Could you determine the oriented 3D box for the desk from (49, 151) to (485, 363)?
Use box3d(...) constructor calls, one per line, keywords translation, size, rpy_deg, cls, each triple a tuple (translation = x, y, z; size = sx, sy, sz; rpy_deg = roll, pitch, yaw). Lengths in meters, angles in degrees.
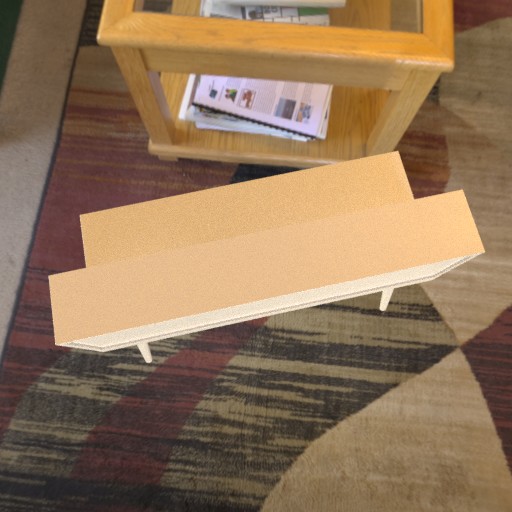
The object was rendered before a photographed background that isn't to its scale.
box3d(translation=(0.000, 0.000, 1.744), size=(1.199, 0.990, 0.559), rpy_deg=(-12, 76, -3), cls="desk")
